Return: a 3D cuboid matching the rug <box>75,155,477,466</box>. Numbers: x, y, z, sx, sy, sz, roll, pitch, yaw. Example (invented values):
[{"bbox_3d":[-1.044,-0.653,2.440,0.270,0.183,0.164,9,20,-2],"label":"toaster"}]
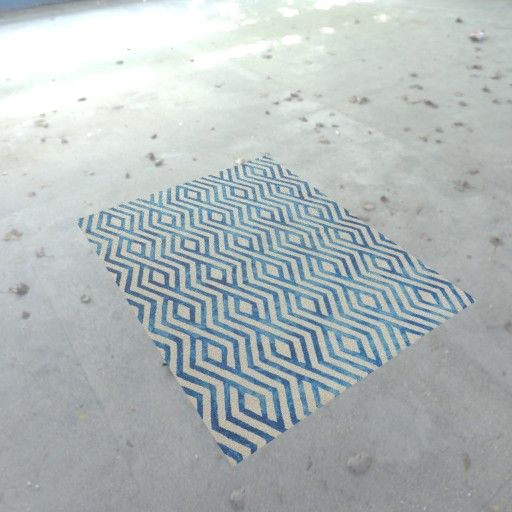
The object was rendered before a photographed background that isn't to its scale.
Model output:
[{"bbox_3d":[0.000,0.000,4.172,2.453,0.008,3.059,-24,47,-25],"label":"rug"}]
